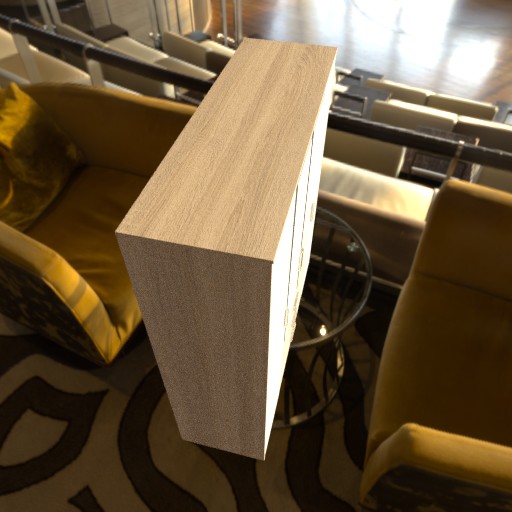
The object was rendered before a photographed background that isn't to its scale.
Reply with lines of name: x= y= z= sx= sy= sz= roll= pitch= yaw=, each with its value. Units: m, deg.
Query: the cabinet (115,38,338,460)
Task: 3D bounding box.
cabinet: x=0.000 y=0.000 z=2.973 sx=0.620 sy=2.060 sz=1.870 roll=10 pitch=48 yaw=9
